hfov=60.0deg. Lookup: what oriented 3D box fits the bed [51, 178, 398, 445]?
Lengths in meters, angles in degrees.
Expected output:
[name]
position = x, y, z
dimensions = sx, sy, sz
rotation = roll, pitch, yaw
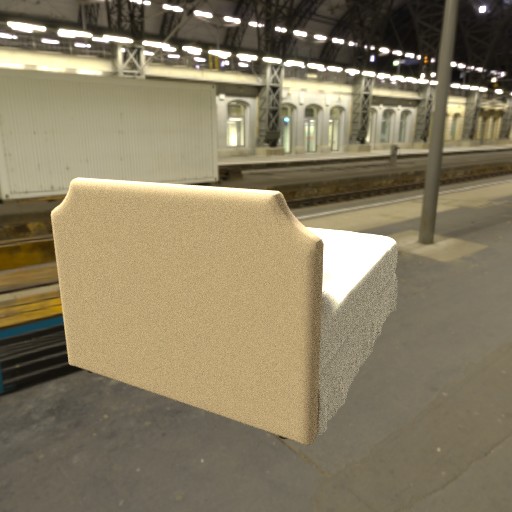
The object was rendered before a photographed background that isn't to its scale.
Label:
[bed]
position = 0.000, 0.000, 3.954
dimensions = 2.134, 1.524, 2.548
rotation = 8, 18, 27
